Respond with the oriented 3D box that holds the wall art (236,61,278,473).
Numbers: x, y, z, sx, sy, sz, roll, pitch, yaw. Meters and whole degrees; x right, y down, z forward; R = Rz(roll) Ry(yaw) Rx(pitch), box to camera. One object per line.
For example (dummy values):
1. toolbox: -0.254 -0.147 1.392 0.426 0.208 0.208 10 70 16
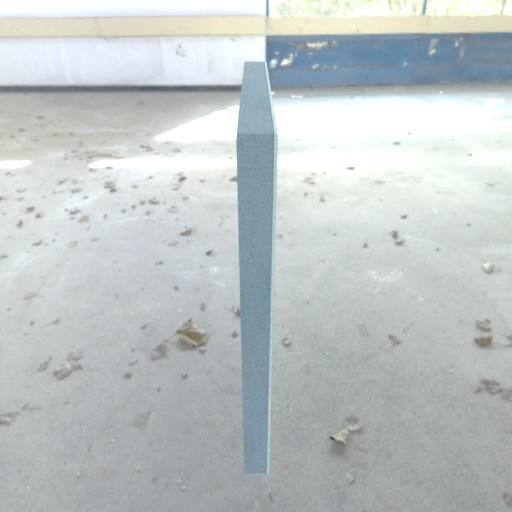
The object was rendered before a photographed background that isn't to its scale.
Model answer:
1. wall art: 0.000 0.000 0.699 0.037 0.509 0.409 0 32 0
